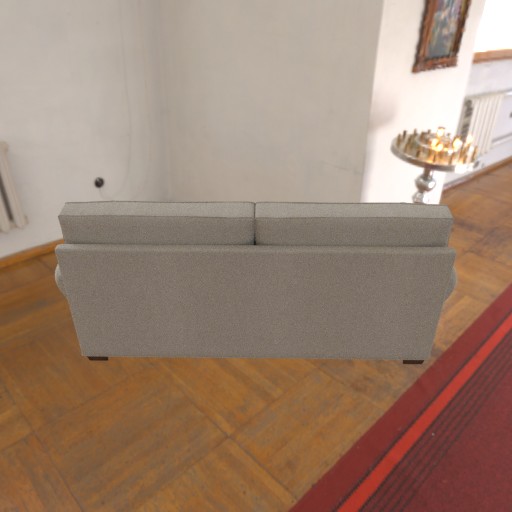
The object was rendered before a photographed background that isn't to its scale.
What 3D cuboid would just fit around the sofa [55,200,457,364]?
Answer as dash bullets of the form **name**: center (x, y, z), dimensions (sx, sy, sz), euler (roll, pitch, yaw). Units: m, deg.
- **sofa**: center (0.000, 0.000, 2.710), dimensions (2.146, 0.962, 0.901), euler (0, 31, 1)
